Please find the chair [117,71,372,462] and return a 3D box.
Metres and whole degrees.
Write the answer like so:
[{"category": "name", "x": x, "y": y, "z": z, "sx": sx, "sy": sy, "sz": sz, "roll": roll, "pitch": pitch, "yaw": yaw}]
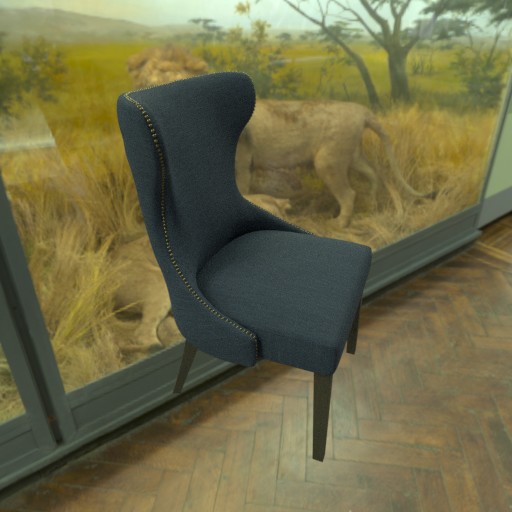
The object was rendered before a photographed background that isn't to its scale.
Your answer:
[{"category": "chair", "x": 0.000, "y": 0.000, "z": 1.336, "sx": 0.635, "sy": 0.967, "sz": 0.628, "roll": 11, "pitch": 32, "yaw": 19}]
